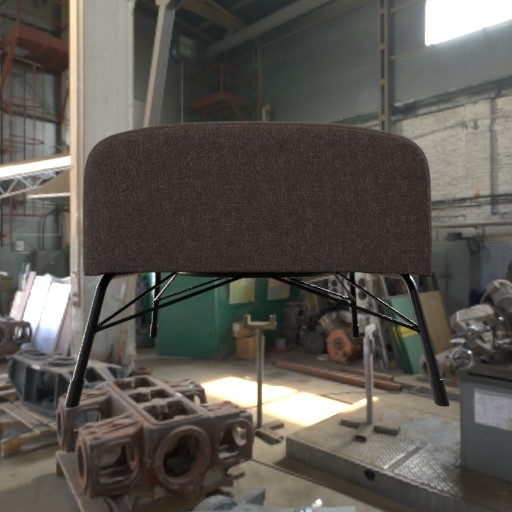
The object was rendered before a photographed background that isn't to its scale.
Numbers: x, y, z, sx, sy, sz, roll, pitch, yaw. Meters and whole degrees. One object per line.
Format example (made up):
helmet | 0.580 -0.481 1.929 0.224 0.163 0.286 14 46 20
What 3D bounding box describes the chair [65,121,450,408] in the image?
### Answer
chair | 0.000 0.000 0.867 0.530 0.410 0.530 0 0 -1
